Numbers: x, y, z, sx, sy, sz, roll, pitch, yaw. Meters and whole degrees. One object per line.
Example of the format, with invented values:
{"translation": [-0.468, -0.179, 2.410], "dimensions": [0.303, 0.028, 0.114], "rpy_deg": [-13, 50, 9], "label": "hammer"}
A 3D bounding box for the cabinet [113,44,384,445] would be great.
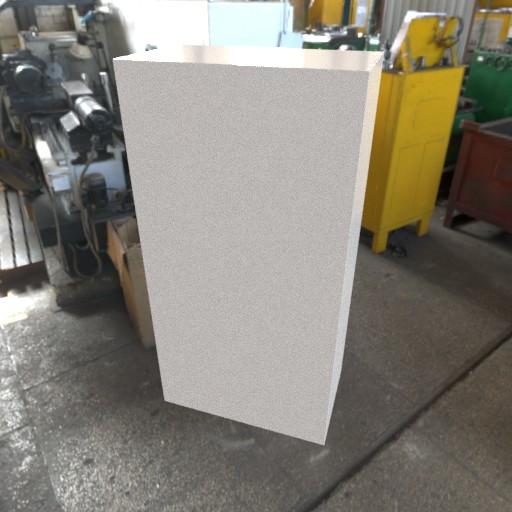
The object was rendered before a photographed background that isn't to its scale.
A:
{"translation": [0.000, 0.000, 2.312], "dimensions": [0.980, 1.920, 0.580], "rpy_deg": [10, 32, 16], "label": "cabinet"}
